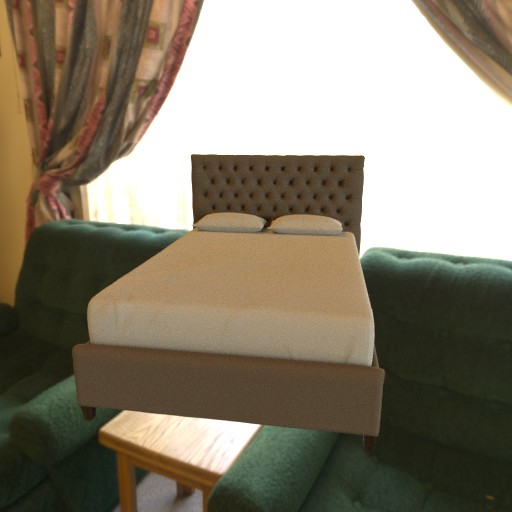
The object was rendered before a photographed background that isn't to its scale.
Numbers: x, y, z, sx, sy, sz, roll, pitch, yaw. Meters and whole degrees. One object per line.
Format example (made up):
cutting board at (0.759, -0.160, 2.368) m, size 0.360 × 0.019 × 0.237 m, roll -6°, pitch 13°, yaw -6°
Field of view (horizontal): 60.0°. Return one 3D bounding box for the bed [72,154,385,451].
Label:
bed at (0.000, 0.000, 3.360) m, size 1.698 × 1.427 × 2.387 m, roll 2°, pitch 15°, yaw 9°
